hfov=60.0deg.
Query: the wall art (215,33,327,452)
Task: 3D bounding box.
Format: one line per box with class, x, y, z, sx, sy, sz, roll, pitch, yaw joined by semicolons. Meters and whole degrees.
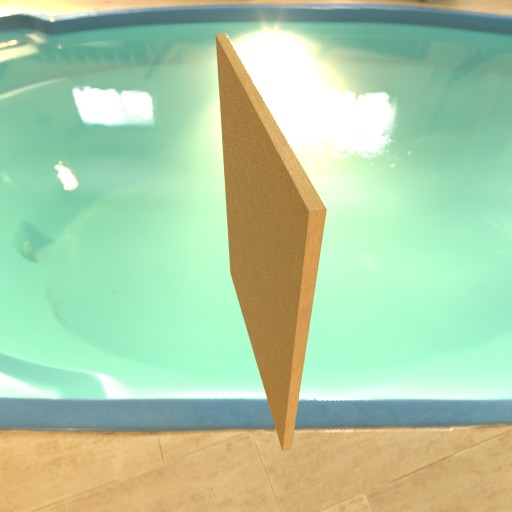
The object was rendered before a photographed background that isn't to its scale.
wall art;0.000;0.000;1.337;0.030;1.002;0.798;-10;47;-10
